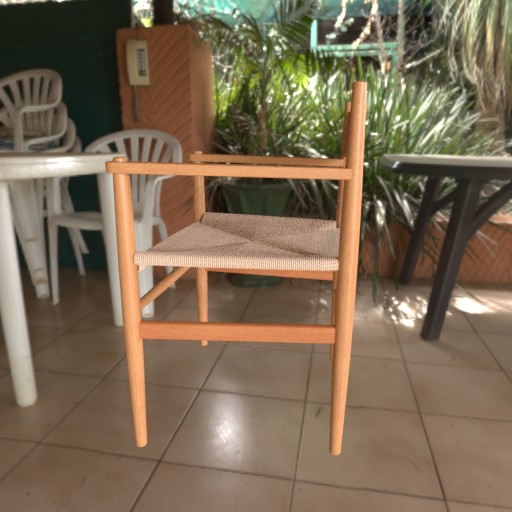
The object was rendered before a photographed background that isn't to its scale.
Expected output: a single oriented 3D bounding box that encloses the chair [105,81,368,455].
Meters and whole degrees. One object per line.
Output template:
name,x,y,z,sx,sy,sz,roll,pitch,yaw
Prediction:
chair,0.000,0.000,1.113,0.495,0.762,0.556,2,15,9
